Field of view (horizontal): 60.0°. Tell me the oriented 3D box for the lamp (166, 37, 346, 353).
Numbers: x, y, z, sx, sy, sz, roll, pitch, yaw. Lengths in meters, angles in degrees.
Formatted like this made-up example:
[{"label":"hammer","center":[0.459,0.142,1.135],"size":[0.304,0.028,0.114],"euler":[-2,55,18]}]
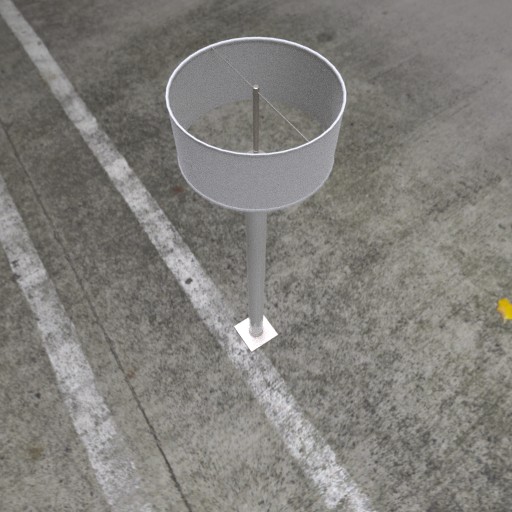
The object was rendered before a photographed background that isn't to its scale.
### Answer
[{"label":"lamp","center":[0.000,0.000,1.647],"size":[0.420,1.475,0.420],"euler":[-30,63,-17]}]
